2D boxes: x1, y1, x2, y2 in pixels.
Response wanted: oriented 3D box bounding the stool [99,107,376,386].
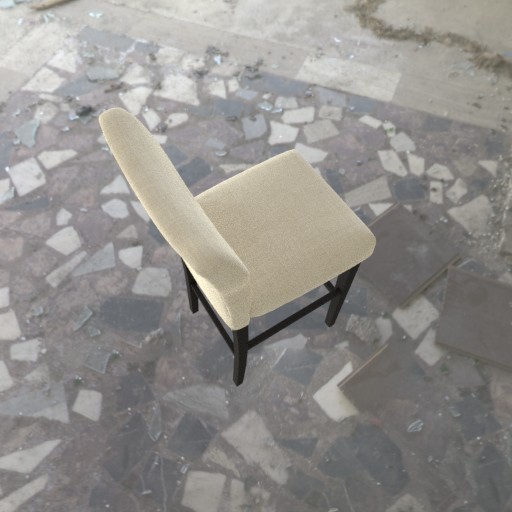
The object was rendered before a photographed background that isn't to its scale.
[{"bbox_3d":[0.000,0.000,1.479,0.603,1.124,0.516,-28,64,-16],"label":"stool"}]
